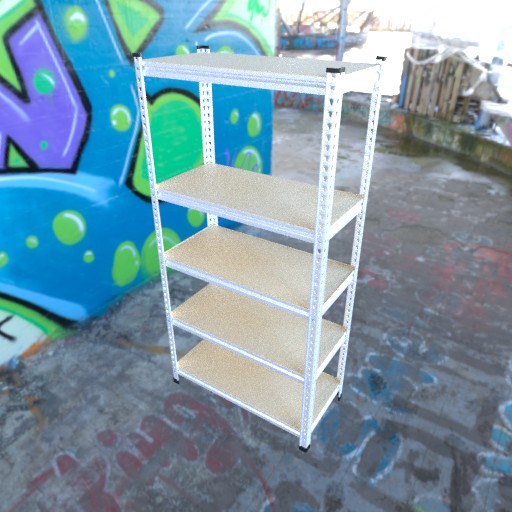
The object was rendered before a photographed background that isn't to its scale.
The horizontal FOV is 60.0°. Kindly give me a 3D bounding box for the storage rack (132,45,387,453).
[{"bbox_3d":[0.000,0.000,2.201,0.914,1.829,0.457,18,34,28],"label":"storage rack"}]
